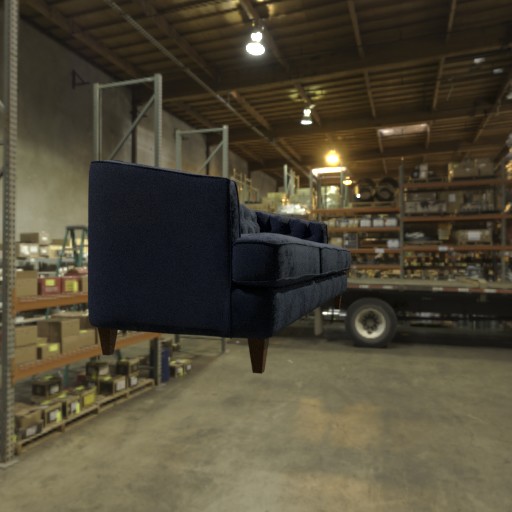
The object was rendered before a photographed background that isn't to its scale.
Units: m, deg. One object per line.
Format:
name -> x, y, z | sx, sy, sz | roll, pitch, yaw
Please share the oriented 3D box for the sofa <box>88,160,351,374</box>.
sofa -> 0.000, 0.000, 2.719 | 0.941, 0.855, 2.278 | 0, 0, 18
